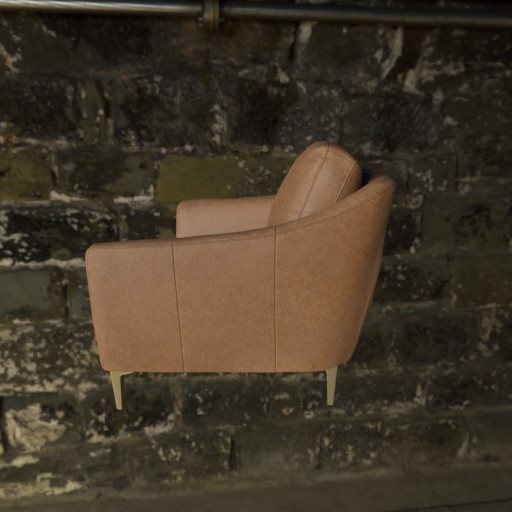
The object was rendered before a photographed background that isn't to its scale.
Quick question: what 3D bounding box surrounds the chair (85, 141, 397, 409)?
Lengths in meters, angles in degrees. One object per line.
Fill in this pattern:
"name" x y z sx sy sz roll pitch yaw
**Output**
"chair" 0.000 0.000 1.786 0.963 0.895 0.988 2 15 8
